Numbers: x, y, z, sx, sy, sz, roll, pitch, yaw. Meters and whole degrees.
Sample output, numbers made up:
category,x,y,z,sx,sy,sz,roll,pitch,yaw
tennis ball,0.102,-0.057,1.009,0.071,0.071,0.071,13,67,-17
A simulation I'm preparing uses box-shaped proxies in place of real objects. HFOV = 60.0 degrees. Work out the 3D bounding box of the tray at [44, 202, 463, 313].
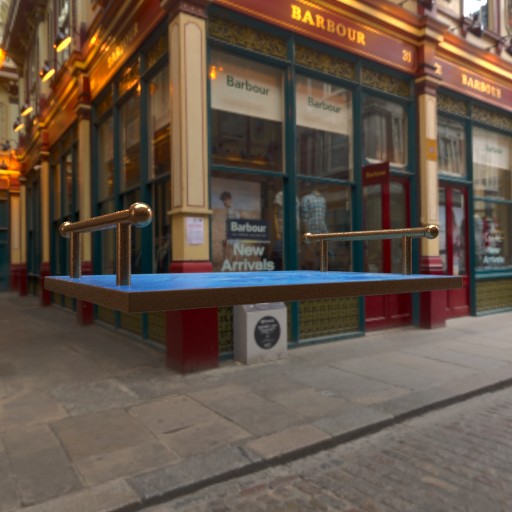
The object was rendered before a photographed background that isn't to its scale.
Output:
category,x,y,z,sx,sy,sz,roll,pitch,yaw
tray,0.000,0.000,0.569,0.444,0.084,0.304,0,0,-36
